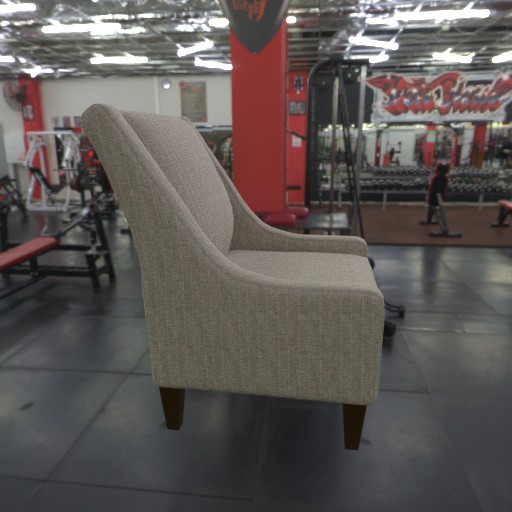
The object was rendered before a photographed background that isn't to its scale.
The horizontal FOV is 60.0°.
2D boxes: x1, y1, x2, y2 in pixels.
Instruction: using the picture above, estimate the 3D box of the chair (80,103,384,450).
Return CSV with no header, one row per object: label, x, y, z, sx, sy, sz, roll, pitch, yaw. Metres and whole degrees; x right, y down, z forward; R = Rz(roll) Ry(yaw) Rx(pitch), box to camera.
chair,0.000,0.000,1.618,0.870,1.014,0.774,2,15,9
